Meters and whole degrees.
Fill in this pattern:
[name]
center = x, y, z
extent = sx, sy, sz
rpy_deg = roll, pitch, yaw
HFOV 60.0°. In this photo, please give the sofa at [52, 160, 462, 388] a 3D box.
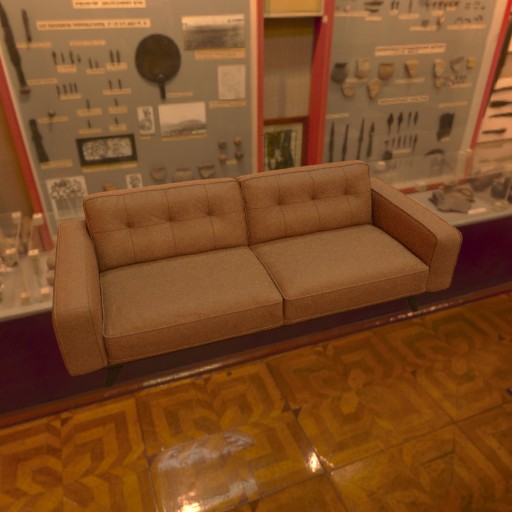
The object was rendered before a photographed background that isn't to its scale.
[sofa]
center = 0.000, 0.000, 2.731
extent = 2.270, 0.780, 0.953
rpy_deg = -10, 33, -16
